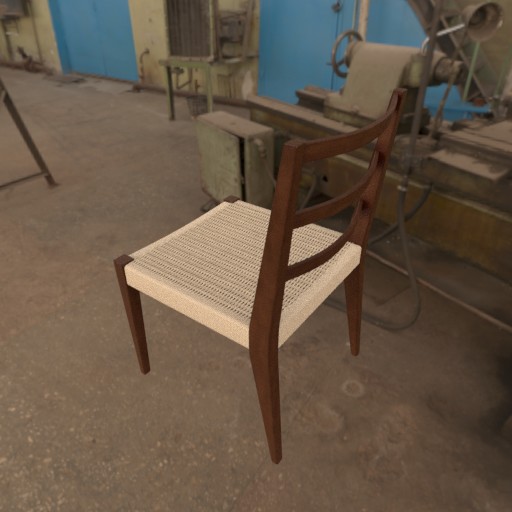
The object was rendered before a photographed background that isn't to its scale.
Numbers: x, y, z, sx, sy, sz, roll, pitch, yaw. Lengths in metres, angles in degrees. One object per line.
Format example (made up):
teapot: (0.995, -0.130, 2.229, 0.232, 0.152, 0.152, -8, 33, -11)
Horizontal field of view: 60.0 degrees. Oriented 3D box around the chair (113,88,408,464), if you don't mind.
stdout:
chair: (0.000, 0.000, 1.154, 0.551, 0.813, 0.480, 21, 39, 30)
